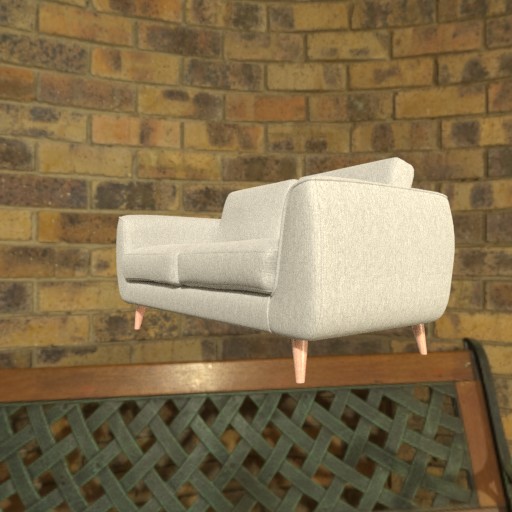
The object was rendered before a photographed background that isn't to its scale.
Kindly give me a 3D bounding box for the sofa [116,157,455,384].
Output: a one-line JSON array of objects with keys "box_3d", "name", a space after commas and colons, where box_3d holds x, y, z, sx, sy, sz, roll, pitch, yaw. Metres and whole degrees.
[{"box_3d": [0.000, 0.000, 2.237, 0.920, 0.850, 1.700, 0, 0, -37], "name": "sofa"}]
